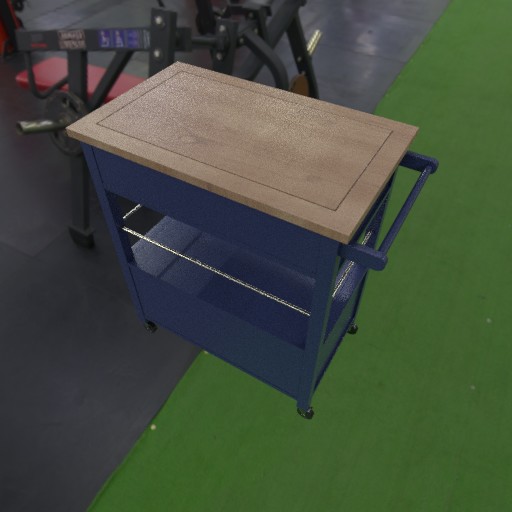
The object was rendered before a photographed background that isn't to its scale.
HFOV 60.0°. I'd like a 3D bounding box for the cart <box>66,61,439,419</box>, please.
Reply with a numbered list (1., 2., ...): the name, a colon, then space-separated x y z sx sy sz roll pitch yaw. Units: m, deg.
1. cart: 0.000 0.000 1.428 0.840 0.901 0.459 23 51 21
